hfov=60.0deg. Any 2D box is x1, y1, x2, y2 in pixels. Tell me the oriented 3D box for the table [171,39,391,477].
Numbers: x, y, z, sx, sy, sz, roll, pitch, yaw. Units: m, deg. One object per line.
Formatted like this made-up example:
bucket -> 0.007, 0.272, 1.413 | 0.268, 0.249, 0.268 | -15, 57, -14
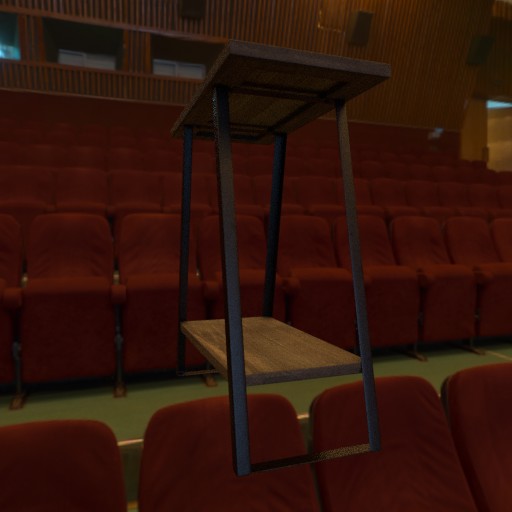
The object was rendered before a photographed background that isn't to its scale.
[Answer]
table -> 0.000, 0.000, 1.035 | 0.300, 0.701, 0.599 | -1, 2, -20
